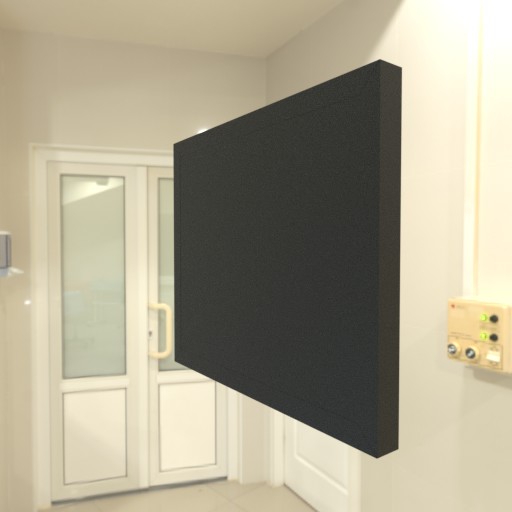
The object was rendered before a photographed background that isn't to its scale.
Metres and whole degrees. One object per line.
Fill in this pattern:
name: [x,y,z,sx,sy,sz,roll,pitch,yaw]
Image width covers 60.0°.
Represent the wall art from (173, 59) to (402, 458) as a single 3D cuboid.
wall art: [0.000,0.000,0.527,0.029,0.330,0.381,-1,2,-36]
